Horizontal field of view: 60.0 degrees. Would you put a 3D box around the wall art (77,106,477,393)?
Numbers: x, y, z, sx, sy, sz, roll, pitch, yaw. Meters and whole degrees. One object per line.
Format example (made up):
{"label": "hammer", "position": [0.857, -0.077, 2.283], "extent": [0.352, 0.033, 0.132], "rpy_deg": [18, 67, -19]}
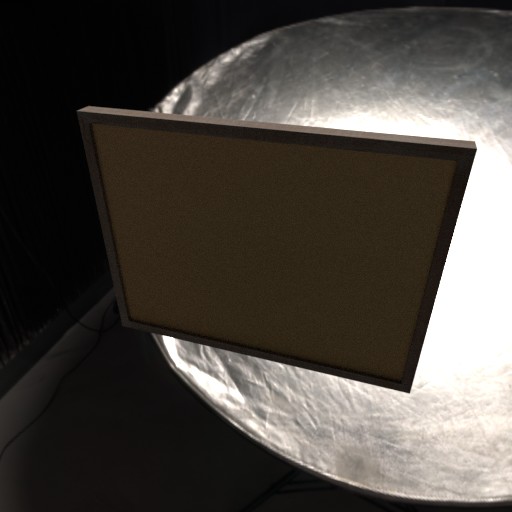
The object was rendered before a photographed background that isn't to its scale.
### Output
{"label": "wall art", "position": [0.000, 0.000, 1.706], "extent": [1.320, 1.009, 0.070], "rpy_deg": [10, 34, 15]}
